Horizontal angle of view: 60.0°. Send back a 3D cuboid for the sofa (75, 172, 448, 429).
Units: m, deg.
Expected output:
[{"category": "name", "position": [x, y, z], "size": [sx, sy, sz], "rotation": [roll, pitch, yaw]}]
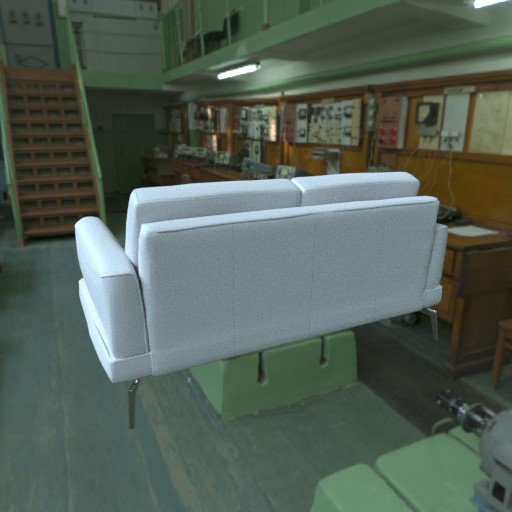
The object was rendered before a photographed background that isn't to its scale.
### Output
[{"category": "sofa", "position": [0.000, 0.000, 2.451], "size": [1.819, 0.930, 1.121], "rotation": [-8, 19, -26]}]
